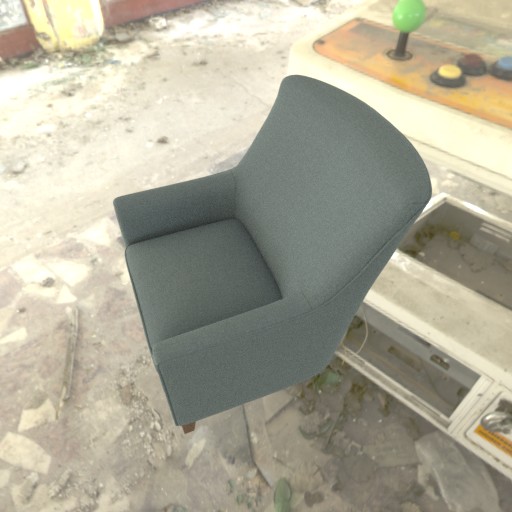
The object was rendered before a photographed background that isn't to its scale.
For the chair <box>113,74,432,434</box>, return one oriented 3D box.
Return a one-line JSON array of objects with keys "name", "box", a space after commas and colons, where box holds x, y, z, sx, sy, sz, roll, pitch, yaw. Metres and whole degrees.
[{"name": "chair", "box": [0.000, 0.000, 1.571, 0.879, 0.916, 0.756, -16, 49, -14]}]
